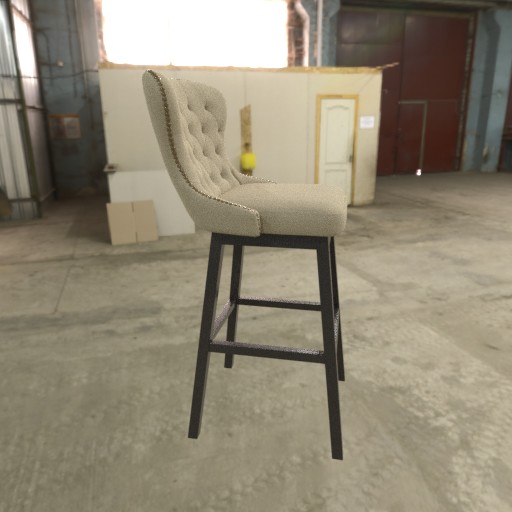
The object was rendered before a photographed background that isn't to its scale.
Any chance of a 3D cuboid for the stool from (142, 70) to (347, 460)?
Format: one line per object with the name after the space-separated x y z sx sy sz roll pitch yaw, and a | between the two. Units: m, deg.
0.000 0.000 1.396 0.605 1.066 0.528 3 17 11 | stool
